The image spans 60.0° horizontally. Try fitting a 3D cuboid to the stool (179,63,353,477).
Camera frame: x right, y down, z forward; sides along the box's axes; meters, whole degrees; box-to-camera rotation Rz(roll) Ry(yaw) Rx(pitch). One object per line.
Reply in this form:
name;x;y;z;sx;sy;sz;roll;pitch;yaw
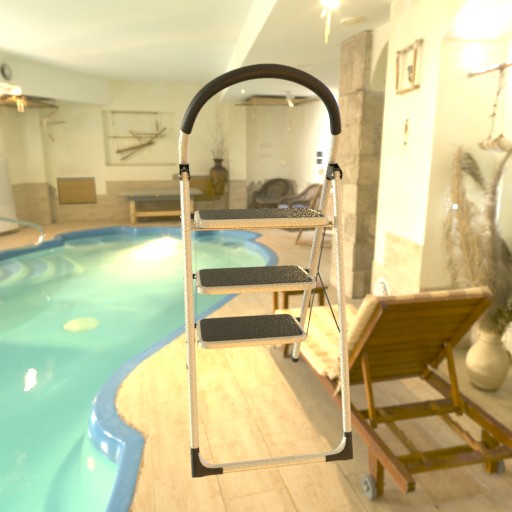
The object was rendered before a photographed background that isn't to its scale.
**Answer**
stool;0.000;0.000;1.469;0.485;1.109;0.676;-2;13;-9
